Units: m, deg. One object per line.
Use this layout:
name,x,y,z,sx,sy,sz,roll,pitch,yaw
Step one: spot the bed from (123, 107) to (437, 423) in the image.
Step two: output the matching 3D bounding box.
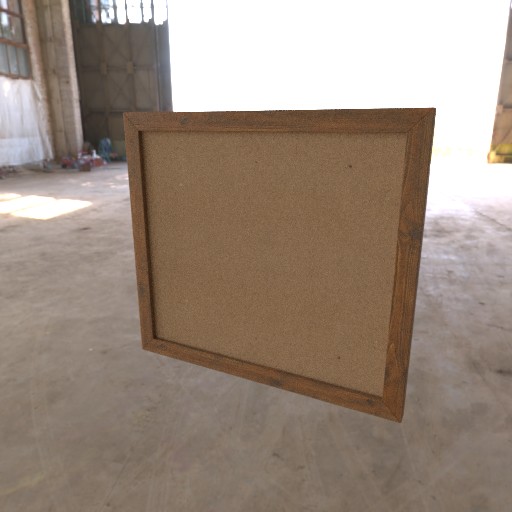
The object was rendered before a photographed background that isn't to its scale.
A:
bed,0.000,0.000,1.506,1.046,0.942,0.046,8,18,26
